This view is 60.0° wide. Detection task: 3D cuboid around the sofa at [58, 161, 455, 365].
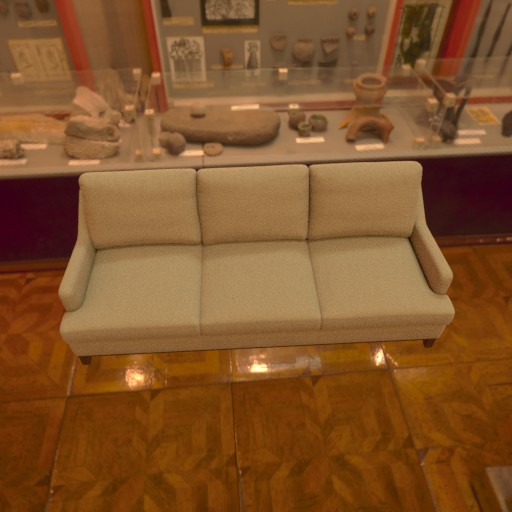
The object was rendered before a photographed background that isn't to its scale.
[{"bbox_3d":[0.000,0.000,2.859,2.321,0.913,1.000,-2,47,-2],"label":"sofa"}]
